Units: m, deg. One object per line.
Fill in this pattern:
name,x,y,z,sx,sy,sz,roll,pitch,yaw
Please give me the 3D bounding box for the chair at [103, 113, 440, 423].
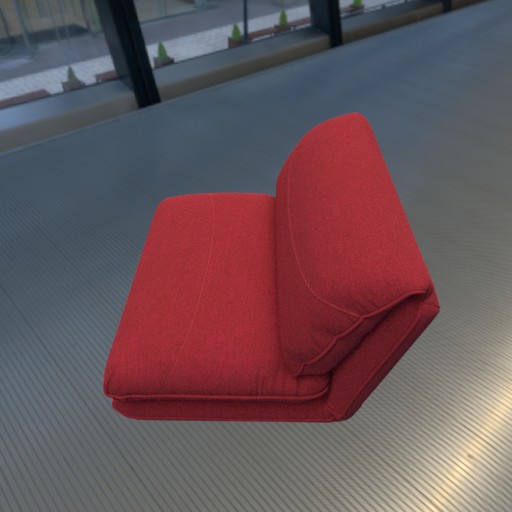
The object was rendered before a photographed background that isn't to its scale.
chair,0.000,0.000,1.318,0.780,0.580,0.820,1,42,1
